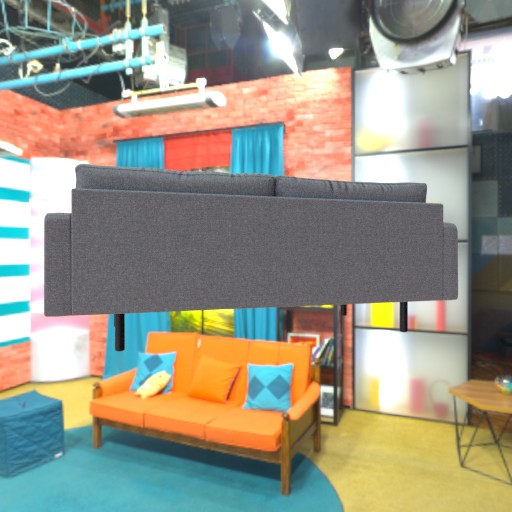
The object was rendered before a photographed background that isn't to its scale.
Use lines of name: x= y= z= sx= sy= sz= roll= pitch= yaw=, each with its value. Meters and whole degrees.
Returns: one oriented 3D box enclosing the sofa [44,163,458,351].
sofa: x=0.000 y=0.000 z=2.651 sx=2.200 sy=0.880 sz=0.880 roll=0 pitch=1 yaw=-18
